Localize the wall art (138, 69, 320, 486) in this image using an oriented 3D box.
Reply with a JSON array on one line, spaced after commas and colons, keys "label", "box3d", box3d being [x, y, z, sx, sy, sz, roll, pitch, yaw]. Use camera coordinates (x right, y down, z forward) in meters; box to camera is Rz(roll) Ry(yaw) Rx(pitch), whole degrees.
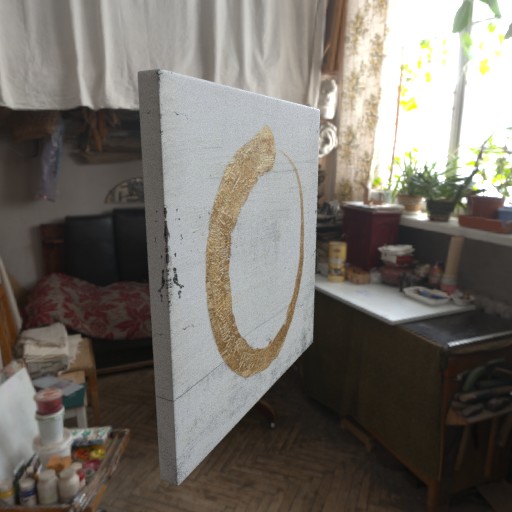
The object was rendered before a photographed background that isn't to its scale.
[{"label": "wall art", "box3d": [0.000, 0.000, 0.893, 0.040, 0.611, 0.610, 7, 15, 26]}]
